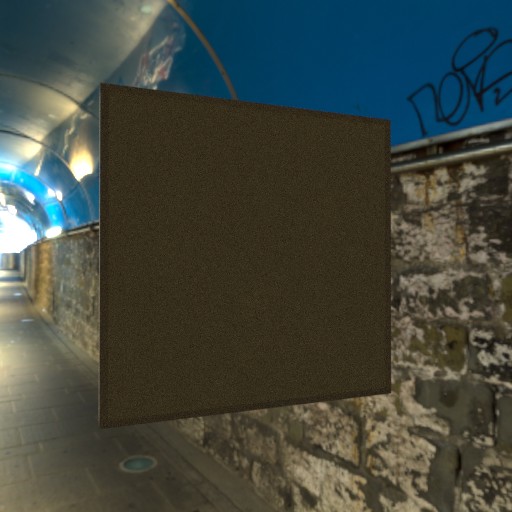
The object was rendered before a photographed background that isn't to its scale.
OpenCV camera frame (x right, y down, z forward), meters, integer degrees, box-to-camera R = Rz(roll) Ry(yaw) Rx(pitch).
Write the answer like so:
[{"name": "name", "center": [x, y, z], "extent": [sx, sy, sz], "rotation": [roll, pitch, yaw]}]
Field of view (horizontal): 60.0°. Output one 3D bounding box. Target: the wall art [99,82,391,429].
[{"name": "wall art", "center": [0.000, 0.000, 0.457], "extent": [0.304, 0.303, 0.038], "rotation": [0, 0, -20]}]
